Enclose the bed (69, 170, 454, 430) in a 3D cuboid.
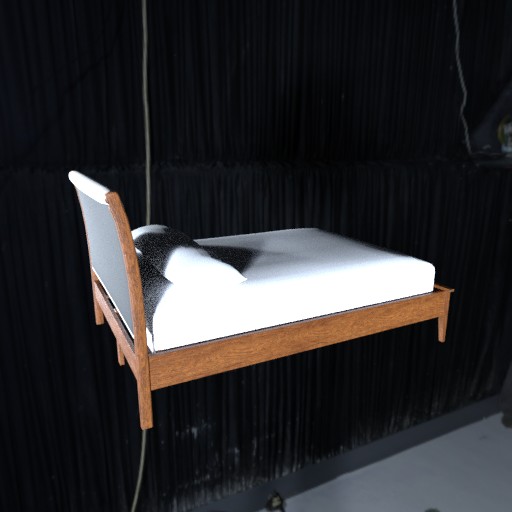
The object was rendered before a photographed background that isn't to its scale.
[{"bbox_3d":[0.000,0.000,3.300,2.380,1.250,1.612,-8,17,-27],"label":"bed"}]
